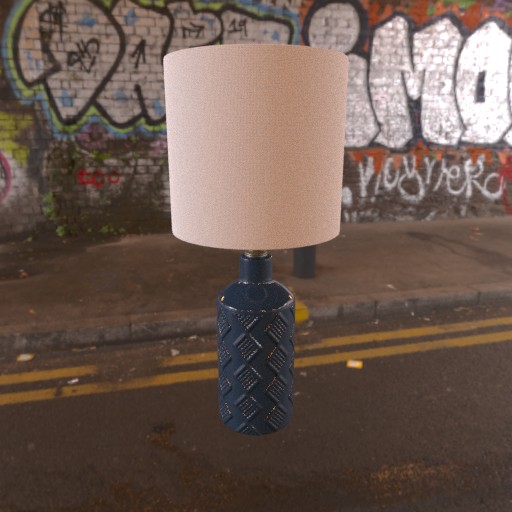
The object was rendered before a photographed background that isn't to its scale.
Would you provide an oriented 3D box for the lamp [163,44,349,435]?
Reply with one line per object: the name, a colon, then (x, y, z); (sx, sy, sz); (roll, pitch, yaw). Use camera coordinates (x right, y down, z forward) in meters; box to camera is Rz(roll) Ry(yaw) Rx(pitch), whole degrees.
lamp: (0.000, 0.000, 0.566); (0.207, 0.461, 0.207); (8, 18, 26)
